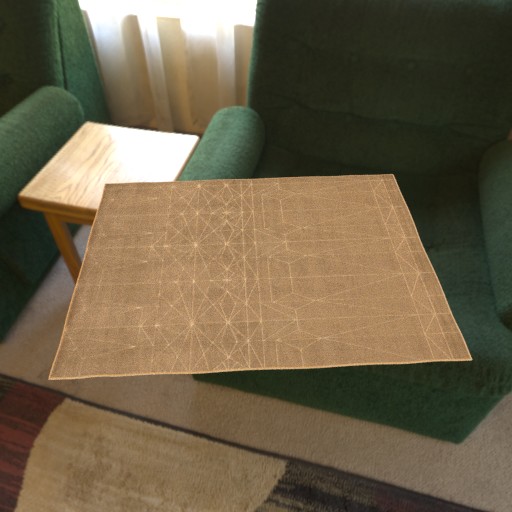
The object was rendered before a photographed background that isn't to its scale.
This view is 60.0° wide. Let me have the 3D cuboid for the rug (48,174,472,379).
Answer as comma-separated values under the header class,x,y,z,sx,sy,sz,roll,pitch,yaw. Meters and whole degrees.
class,x,y,z,sx,sy,sz,roll,pitch,yaw
rug,0.000,0.000,4.319,3.357,0.019,2.449,-2,47,-2
